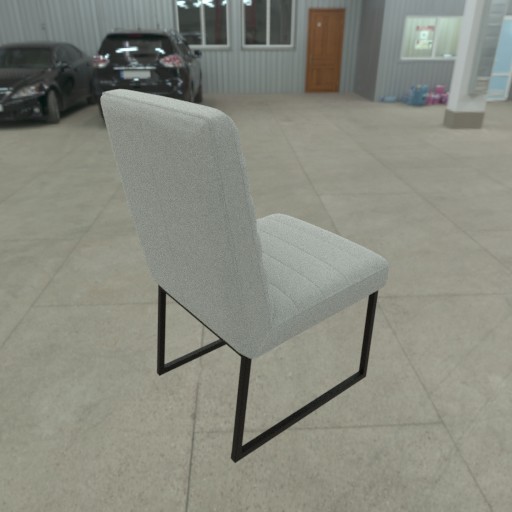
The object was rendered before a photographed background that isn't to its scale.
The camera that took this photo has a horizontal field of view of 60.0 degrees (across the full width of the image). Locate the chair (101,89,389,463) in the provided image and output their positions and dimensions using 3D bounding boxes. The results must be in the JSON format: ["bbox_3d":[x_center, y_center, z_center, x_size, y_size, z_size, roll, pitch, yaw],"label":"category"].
[{"bbox_3d":[0.000,0.000,1.310,0.634,0.930,0.520,-19,32,-34],"label":"chair"}]
